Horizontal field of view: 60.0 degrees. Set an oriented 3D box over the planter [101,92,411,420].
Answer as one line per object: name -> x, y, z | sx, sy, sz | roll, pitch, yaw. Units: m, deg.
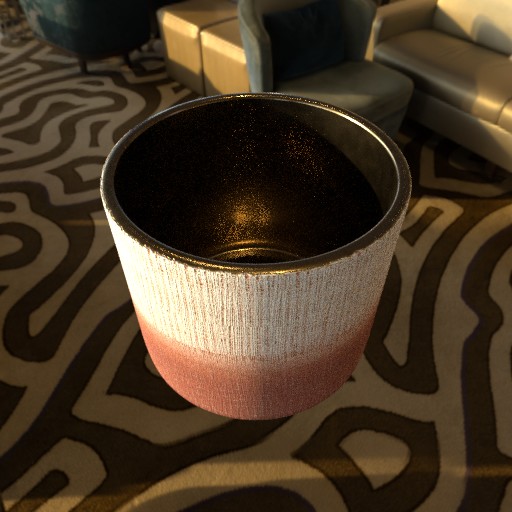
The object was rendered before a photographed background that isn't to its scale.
planter -> 0.000, 0.000, 0.311 | 0.178, 0.157, 0.178 | 0, 46, 0
